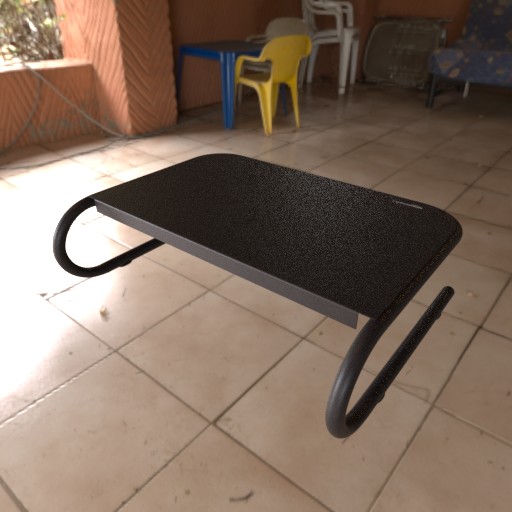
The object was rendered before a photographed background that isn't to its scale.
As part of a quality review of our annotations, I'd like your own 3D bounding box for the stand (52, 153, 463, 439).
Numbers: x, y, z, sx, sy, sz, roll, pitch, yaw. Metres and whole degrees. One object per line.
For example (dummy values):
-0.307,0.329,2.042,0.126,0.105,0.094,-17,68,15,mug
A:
0.000,0.000,0.496,0.370,0.108,0.280,22,38,32,stand
